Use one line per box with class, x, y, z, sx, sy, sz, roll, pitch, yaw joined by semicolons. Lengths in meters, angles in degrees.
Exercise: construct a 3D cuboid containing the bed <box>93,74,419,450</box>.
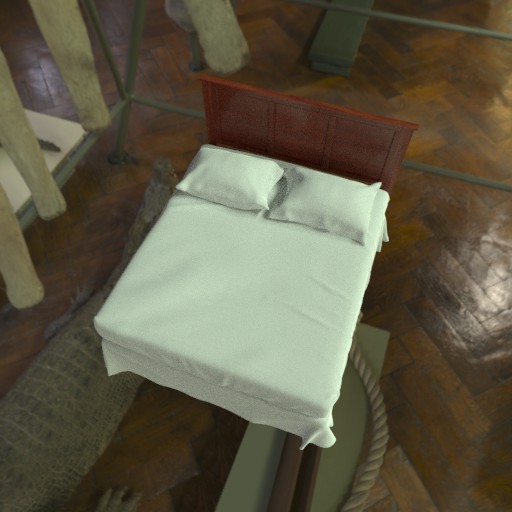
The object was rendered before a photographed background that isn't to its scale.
bed;0.000;0.000;3.213;1.870;1.270;2.050;17;58;11
